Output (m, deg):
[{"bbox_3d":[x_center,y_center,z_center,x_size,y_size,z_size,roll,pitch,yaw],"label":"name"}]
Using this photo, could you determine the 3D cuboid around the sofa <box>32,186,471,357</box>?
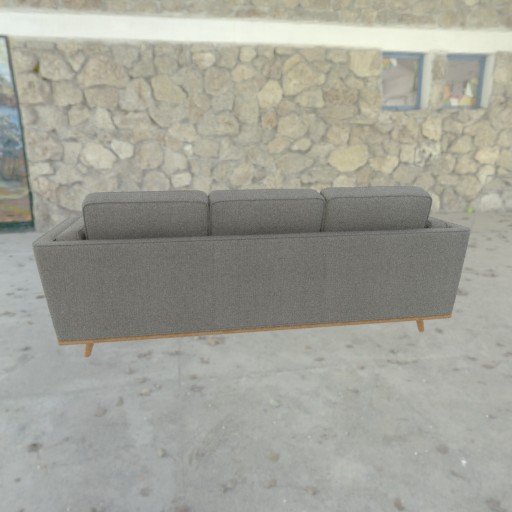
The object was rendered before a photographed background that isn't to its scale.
[{"bbox_3d":[0.000,0.000,2.774,2.362,0.899,0.903,-2,15,-9],"label":"sofa"}]
